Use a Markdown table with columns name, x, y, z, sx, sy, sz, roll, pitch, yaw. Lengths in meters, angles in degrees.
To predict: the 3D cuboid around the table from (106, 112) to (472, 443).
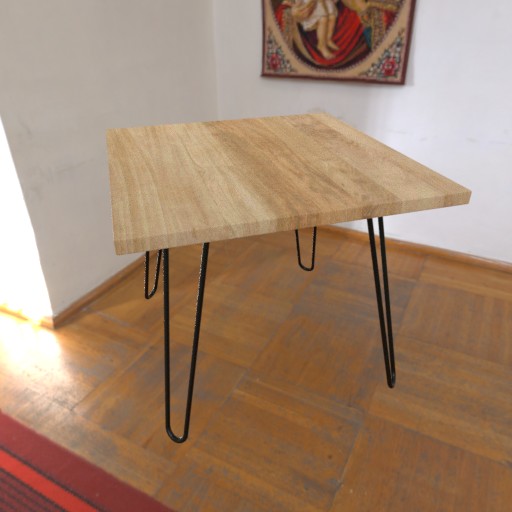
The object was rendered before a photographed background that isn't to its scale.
| name | x | y | z | sx | sy | sz | roll | pitch | yaw |
| --- | --- | --- | --- | --- | --- | --- | --- | --- | --- |
| table | 0.000 | 0.000 | 1.063 | 0.599 | 0.500 | 0.599 | -9 | 32 | -15 |
